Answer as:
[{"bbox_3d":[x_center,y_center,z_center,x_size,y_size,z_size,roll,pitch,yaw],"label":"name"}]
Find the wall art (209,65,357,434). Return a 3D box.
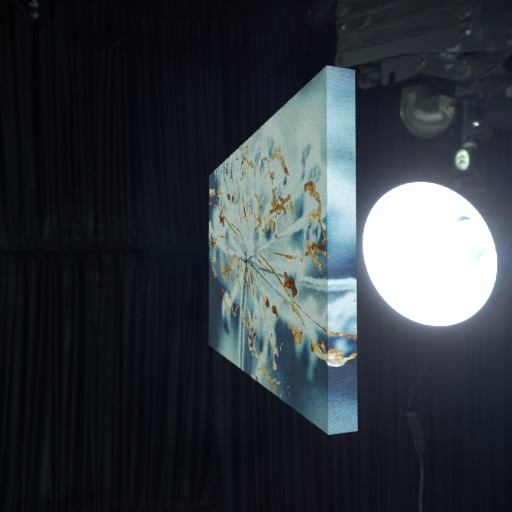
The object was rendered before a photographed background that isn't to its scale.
[{"bbox_3d":[0.000,0.000,0.780,0.036,0.405,0.607,1,-2,-18],"label":"wall art"}]
